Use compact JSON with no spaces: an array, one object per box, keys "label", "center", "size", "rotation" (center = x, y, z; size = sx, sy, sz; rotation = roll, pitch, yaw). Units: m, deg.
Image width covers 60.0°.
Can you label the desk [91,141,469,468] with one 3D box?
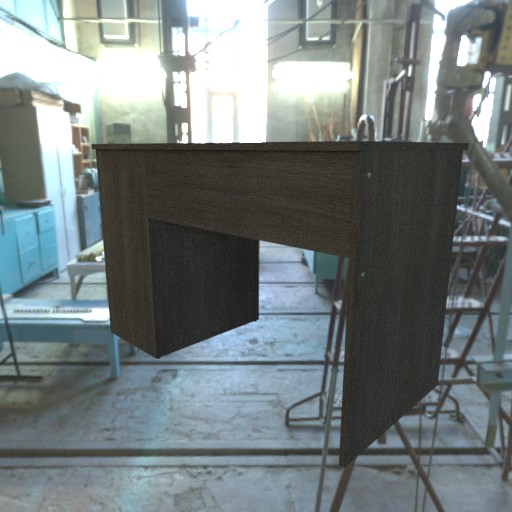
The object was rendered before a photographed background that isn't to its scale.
[{"label":"desk","center":[0.000,0.000,1.485],"size":[1.096,0.730,0.560],"rotation":[13,19,43]}]
